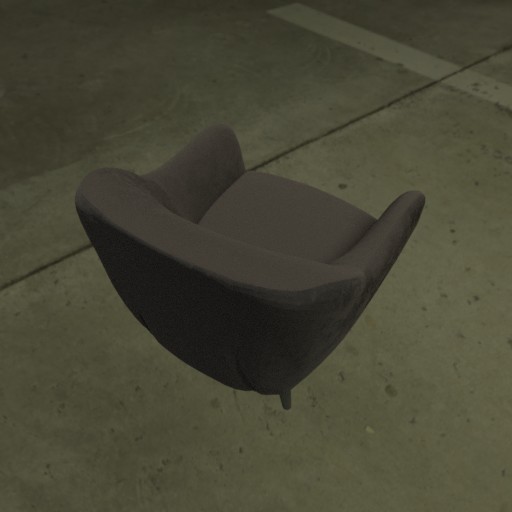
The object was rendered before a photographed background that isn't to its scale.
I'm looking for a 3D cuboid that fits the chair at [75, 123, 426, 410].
[{"bbox_3d":[0.000,0.000,1.495,0.840,0.807,0.819,25,51,22],"label":"chair"}]
